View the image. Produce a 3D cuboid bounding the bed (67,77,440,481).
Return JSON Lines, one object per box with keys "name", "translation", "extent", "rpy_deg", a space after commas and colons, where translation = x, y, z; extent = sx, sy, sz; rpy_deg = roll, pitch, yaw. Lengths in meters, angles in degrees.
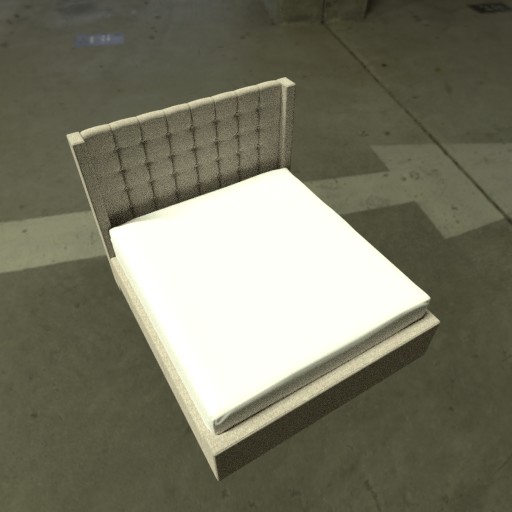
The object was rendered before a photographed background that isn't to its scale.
{"name": "bed", "translation": [0.000, 0.000, 3.717], "extent": [2.044, 1.748, 2.372], "rpy_deg": [-23, 50, -21]}
